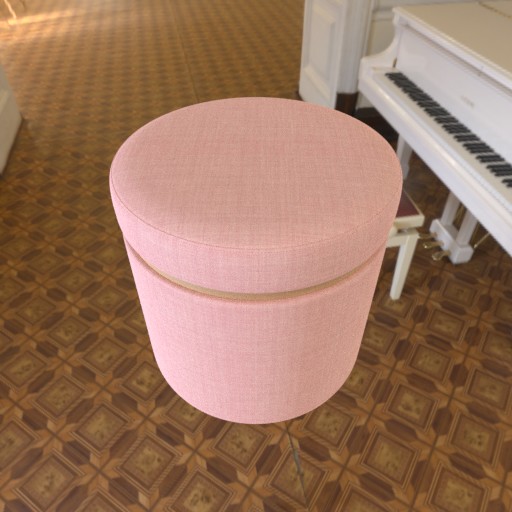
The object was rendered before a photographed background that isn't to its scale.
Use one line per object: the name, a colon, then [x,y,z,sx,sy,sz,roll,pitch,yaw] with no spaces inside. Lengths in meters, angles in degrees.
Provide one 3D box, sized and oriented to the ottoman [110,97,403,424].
ottoman: [0.000,0.000,0.738,0.400,0.406,0.400,0,42,0]
